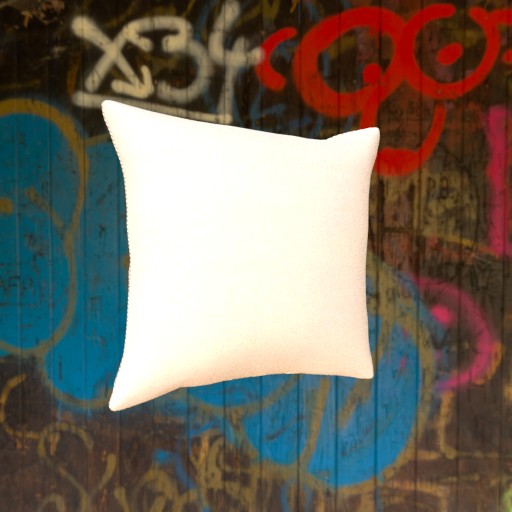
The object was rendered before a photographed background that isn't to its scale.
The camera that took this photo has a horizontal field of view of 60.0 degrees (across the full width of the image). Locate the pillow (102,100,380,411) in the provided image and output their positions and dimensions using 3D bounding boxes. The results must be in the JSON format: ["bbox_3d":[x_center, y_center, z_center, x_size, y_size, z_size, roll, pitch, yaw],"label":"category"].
[{"bbox_3d":[0.000,0.000,0.639,0.416,0.401,0.173,-1,2,-20],"label":"pillow"}]
